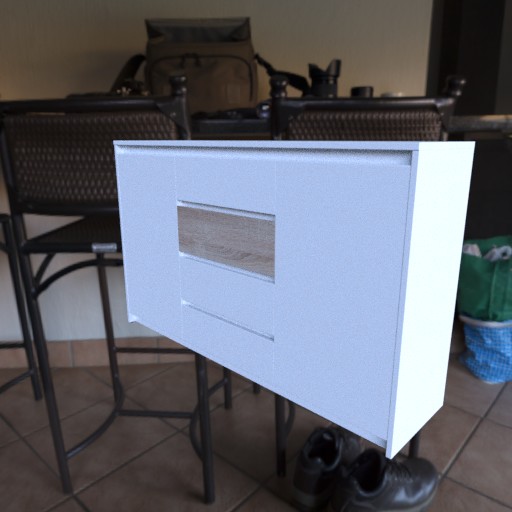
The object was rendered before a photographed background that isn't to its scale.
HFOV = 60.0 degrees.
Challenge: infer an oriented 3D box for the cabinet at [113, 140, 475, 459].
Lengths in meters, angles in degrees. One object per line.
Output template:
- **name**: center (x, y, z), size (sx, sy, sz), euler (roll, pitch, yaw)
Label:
- **cabinet**: center (0.000, 0.000, 1.792), size (1.450, 0.900, 0.380), euler (14, 20, 42)
